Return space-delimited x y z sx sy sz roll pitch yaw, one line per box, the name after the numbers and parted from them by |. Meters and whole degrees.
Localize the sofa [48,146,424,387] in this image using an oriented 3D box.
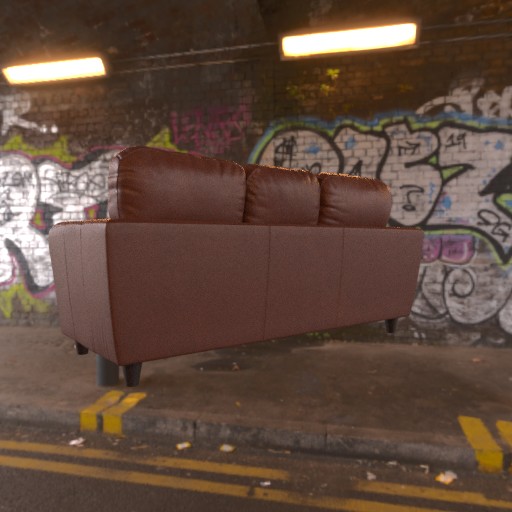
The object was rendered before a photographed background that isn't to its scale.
0.000 0.000 2.329 1.862 0.915 0.802 -1 2 -37 | sofa
